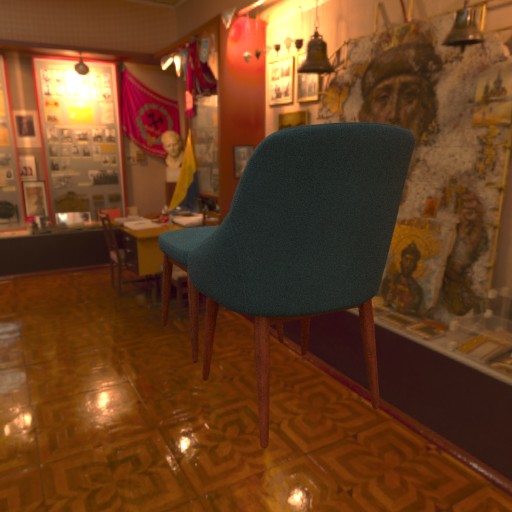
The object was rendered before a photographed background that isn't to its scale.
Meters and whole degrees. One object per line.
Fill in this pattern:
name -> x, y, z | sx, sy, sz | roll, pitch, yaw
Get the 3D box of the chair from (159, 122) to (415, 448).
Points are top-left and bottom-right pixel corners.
chair -> 0.000, 0.000, 1.597 | 0.584, 0.866, 1.114 | -7, 15, -27
